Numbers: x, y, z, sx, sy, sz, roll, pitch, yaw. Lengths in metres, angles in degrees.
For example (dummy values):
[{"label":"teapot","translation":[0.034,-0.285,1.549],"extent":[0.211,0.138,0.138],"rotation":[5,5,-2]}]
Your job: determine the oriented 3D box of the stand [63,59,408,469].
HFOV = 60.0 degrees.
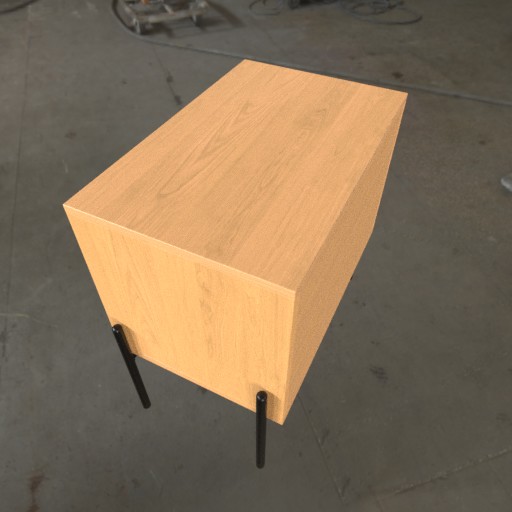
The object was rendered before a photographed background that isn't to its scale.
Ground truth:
[{"label":"stand","translation":[0.000,0.000,0.998],"extent":[0.400,0.600,0.630],"rotation":[20,49,18]}]
